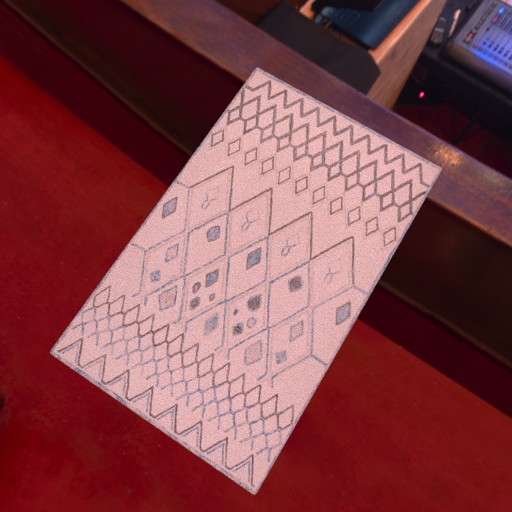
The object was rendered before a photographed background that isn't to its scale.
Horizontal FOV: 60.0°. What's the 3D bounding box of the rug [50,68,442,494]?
[{"bbox_3d":[0.000,0.000,2.928,1.524,0.015,2.439,31,78,7],"label":"rug"}]
